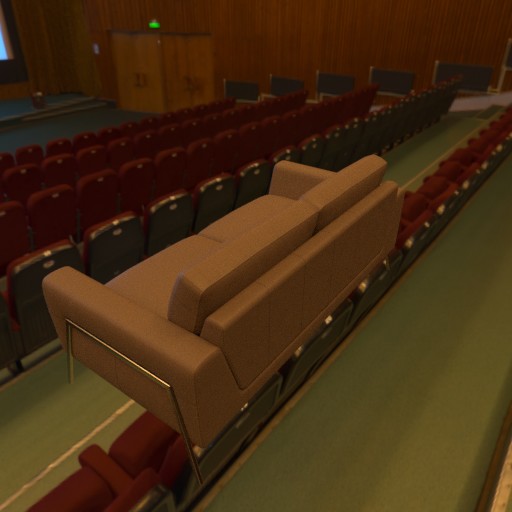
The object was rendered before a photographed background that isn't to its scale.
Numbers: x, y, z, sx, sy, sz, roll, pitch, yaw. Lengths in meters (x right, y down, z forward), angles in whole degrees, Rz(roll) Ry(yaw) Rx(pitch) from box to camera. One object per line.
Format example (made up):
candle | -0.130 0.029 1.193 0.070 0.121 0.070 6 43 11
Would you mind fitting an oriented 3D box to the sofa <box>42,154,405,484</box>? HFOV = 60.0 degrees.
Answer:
sofa | 0.000 0.000 2.518 0.953 0.875 2.017 21 37 31
